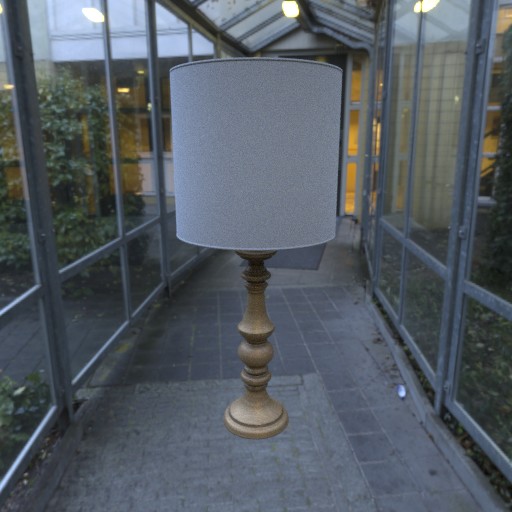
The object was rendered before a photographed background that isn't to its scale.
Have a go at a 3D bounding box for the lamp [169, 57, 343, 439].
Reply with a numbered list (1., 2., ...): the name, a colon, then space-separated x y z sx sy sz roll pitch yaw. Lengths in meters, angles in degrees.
1. lamp: 0.000 0.000 0.718 0.250 0.597 0.250 2 14 8
